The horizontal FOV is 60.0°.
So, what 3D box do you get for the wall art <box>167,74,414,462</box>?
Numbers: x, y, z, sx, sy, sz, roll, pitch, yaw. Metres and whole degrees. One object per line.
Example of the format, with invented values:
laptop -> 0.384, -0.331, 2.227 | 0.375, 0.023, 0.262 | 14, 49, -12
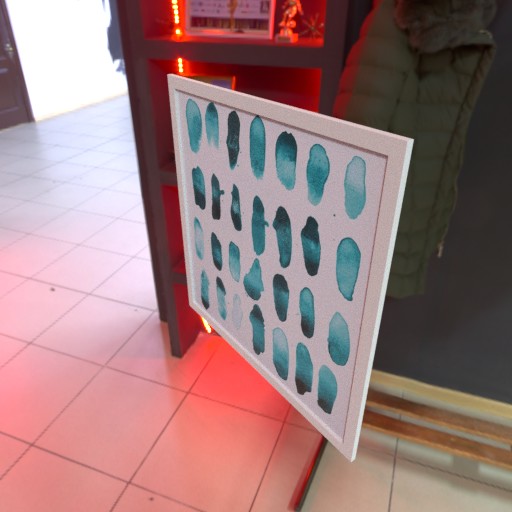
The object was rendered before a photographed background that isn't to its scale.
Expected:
wall art -> 0.000, 0.000, 0.666 | 0.009, 0.457, 0.456 | -21, 37, -31
